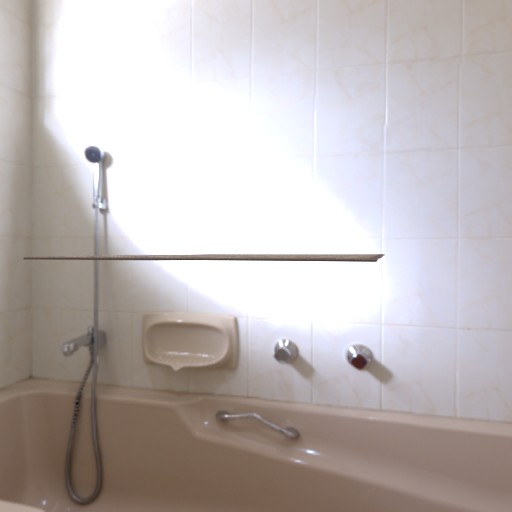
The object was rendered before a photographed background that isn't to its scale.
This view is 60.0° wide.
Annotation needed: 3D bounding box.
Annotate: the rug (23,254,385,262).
[{"bbox_3d":[0.000,0.000,2.916,1.600,0.013,2.260,0,1,17],"label":"rug"}]
